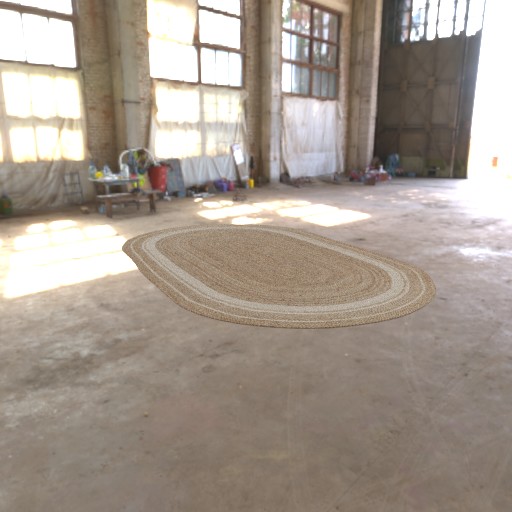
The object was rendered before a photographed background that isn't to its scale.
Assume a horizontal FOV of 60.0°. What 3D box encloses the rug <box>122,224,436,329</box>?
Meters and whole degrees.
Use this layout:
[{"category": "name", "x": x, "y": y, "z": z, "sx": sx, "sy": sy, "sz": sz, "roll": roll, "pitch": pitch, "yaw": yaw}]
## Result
[{"category": "rug", "x": 0.000, "y": 0.000, "z": 2.915, "sx": 1.520, "sy": 0.006, "sz": 2.432, "roll": -7, "pitch": 16, "yaw": -27}]
